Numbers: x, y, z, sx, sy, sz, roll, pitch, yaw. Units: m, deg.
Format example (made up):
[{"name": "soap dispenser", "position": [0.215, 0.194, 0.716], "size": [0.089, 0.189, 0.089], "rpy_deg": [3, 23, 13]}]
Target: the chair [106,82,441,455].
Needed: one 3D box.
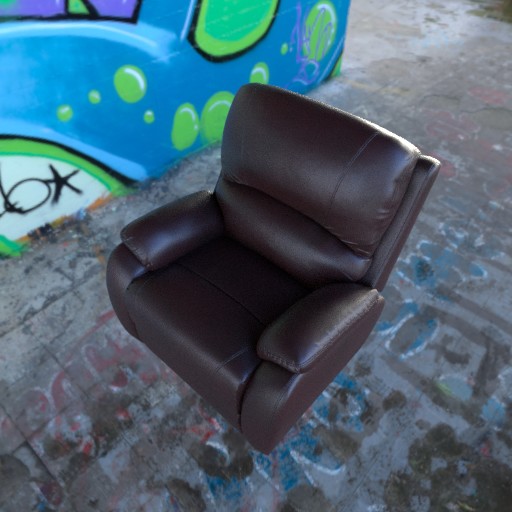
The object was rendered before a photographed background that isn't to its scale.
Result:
[{"name": "chair", "position": [0.000, 0.000, 1.715], "size": [0.930, 1.011, 0.899], "rpy_deg": [33, 54, 28]}]
